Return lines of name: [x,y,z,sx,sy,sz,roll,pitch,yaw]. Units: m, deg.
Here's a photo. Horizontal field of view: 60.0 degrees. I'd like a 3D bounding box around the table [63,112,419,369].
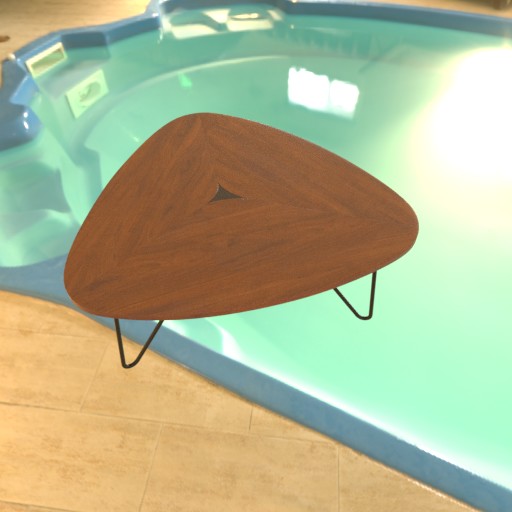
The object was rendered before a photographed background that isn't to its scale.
table: [0.000,0.000,1.299,0.821,0.413,0.833,10,47,9]
